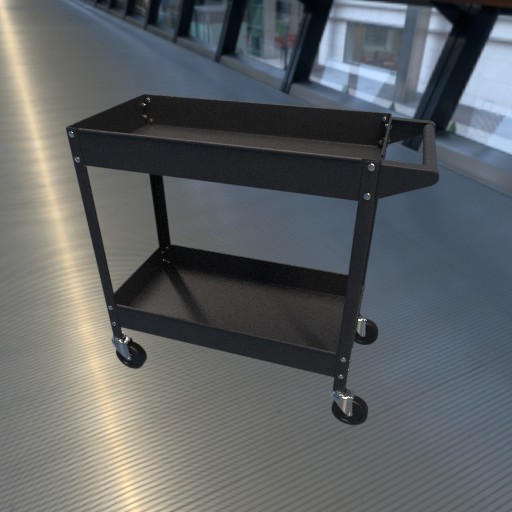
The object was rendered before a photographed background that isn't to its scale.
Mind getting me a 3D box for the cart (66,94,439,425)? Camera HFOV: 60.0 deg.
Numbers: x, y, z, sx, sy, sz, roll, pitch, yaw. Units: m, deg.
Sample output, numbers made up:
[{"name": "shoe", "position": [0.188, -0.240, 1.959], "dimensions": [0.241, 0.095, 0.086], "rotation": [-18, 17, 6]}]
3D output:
[{"name": "cart", "position": [0.000, 0.000, 1.189], "dimensions": [0.779, 0.719, 0.366], "rotation": [10, 34, 15]}]
